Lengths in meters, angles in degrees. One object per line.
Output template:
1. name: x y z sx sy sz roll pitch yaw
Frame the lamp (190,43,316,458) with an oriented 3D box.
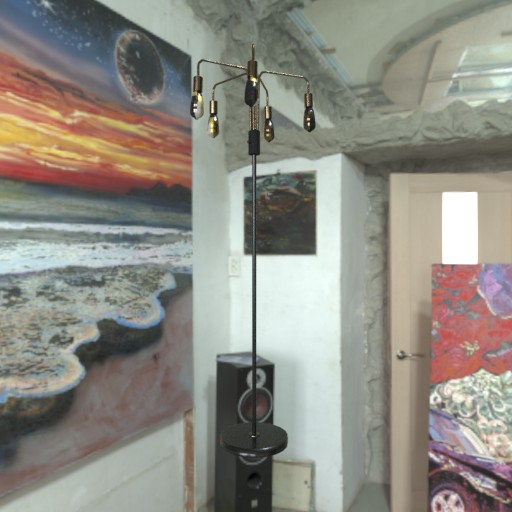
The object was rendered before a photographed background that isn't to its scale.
1. lamp: 0.000 0.000 2.038 0.572 1.721 0.599 0 0 0
